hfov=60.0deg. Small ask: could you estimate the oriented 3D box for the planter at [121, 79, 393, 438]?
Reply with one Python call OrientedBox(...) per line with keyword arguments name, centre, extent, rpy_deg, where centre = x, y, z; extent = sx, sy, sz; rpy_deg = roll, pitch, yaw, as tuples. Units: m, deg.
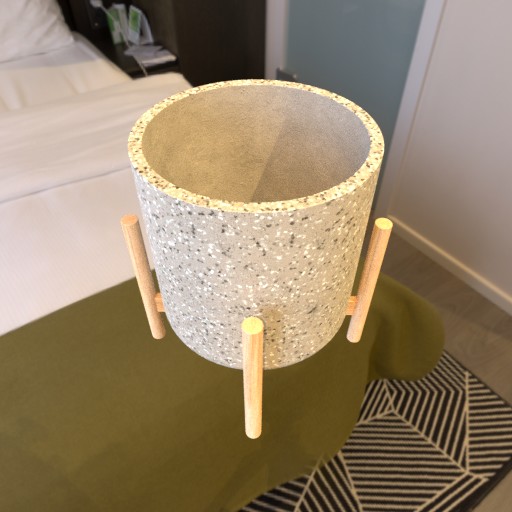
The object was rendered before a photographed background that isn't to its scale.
OrientedBox(name="planter", centre=(0.000, 0.000, 0.681), extent=(0.360, 0.419, 0.360), rpy_deg=(17, 47, 17))
